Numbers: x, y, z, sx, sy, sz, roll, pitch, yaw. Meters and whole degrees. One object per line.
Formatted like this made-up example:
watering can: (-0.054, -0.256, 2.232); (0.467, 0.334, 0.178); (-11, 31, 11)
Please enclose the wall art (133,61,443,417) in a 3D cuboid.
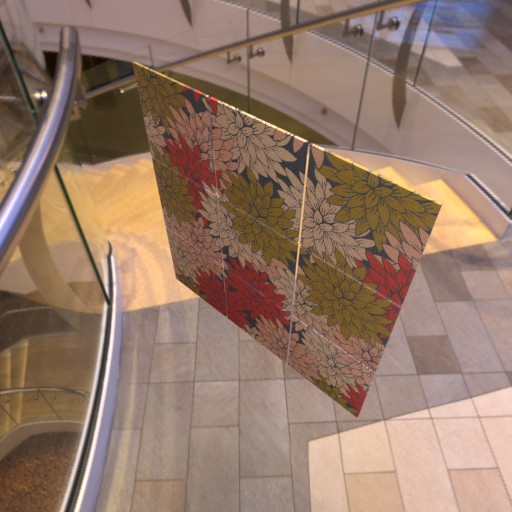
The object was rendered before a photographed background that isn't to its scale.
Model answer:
wall art: (0.000, 0.000, 2.253); (1.519, 1.534, 0.013); (33, 55, 27)
